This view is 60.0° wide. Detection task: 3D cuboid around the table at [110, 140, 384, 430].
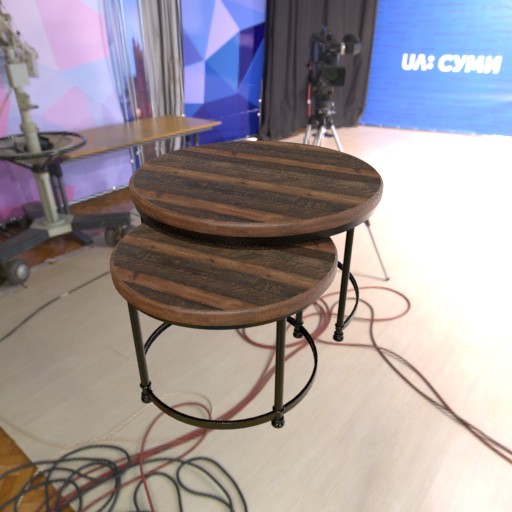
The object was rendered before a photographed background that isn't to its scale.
[{"bbox_3d":[0.000,0.000,1.556,0.870,0.516,1.152,0,29,0],"label":"table"}]
